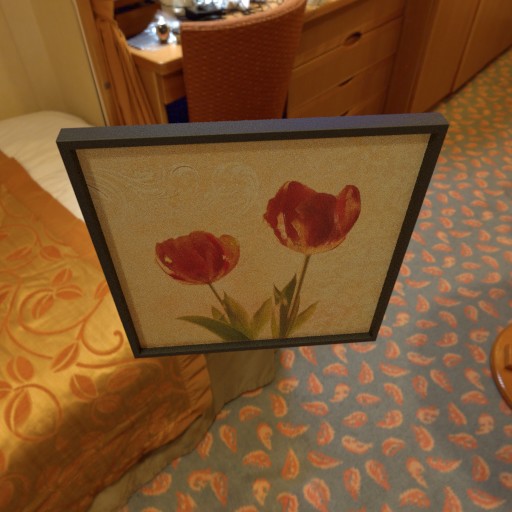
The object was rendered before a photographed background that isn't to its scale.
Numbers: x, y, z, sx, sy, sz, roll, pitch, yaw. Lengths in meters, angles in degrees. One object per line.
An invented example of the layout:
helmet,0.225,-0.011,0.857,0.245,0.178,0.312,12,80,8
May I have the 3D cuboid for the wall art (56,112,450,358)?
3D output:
wall art,0.000,0.000,0.528,0.349,0.349,0.038,-3,46,-3
